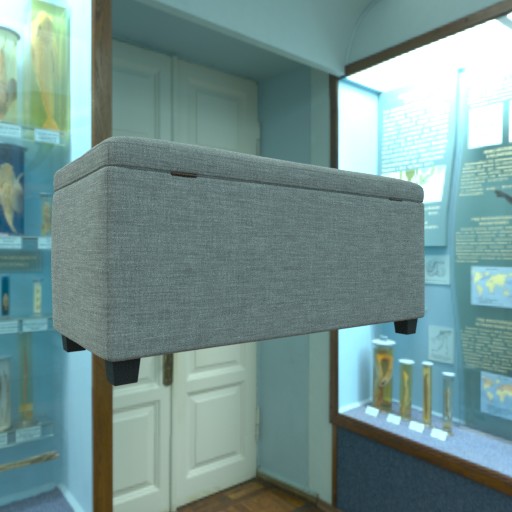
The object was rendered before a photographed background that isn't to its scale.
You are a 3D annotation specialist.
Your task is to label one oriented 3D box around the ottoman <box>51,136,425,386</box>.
[{"bbox_3d":[0.000,0.000,1.127,0.902,0.432,0.419,0,0,-36],"label":"ottoman"}]
